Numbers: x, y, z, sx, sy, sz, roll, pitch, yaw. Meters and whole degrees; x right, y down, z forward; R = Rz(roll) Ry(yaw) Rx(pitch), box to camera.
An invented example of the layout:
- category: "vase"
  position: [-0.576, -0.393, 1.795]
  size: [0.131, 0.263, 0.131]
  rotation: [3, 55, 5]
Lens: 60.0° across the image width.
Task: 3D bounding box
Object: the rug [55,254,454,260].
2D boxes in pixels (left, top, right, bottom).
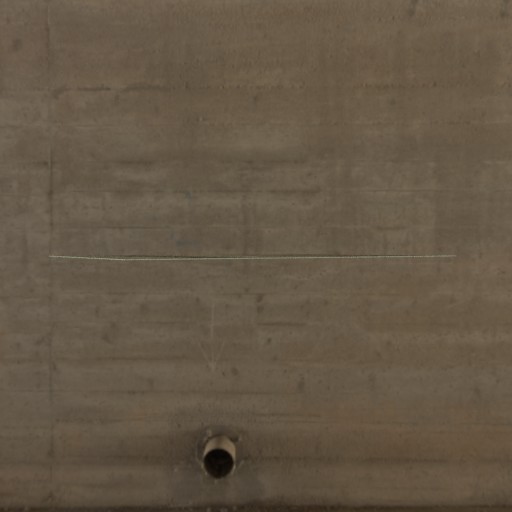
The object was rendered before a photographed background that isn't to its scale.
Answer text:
- category: "rug"
  position: [0.000, 0.000, 3.031]
  size: [2.363, 0.004, 1.566]
  rotation: [0, 1, -34]
